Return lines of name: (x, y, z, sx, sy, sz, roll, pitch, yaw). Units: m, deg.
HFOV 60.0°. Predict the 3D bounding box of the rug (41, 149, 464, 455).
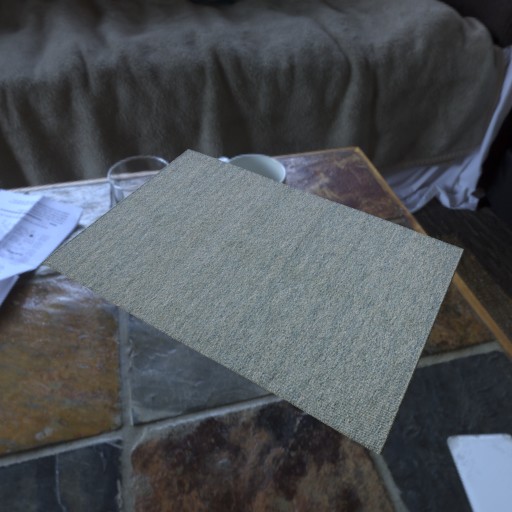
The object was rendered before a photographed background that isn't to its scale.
rug: (0.000, 0.000, 2.883, 2.283, 0.013, 1.547, 24, 51, 21)
